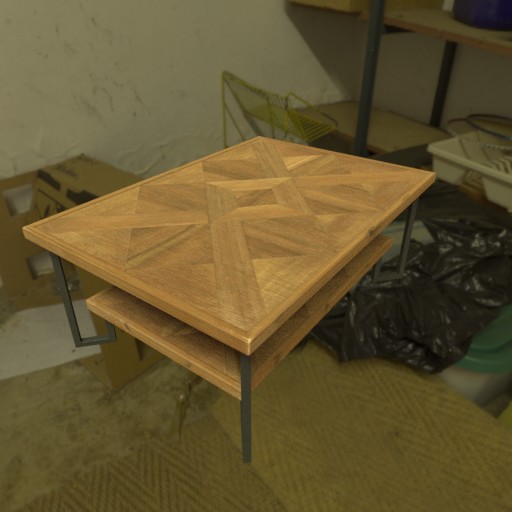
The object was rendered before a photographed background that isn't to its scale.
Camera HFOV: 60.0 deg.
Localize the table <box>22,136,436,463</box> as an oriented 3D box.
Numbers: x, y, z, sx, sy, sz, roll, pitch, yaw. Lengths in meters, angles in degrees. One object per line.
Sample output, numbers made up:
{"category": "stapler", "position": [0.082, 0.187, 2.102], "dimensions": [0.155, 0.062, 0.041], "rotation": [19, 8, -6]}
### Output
{"category": "table", "position": [0.000, 0.000, 1.690], "dimensions": [0.877, 0.492, 1.238], "rotation": [21, 37, 31]}
